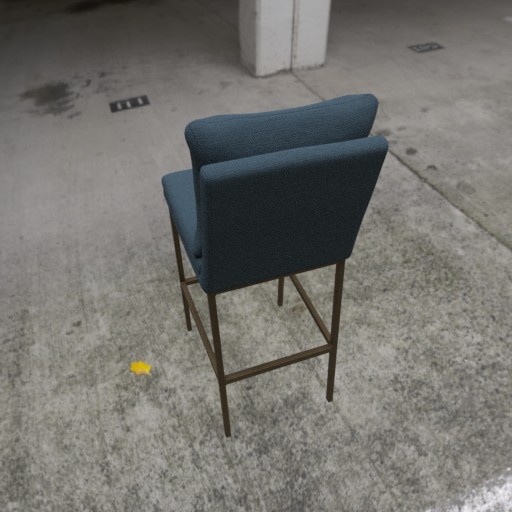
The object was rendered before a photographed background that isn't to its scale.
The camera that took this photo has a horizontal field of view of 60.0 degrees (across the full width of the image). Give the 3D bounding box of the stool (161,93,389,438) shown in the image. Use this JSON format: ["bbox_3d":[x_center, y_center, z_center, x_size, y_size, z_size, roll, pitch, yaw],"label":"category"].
[{"bbox_3d":[0.000,0.000,1.431,0.463,1.124,0.568,-13,42,-15],"label":"stool"}]
